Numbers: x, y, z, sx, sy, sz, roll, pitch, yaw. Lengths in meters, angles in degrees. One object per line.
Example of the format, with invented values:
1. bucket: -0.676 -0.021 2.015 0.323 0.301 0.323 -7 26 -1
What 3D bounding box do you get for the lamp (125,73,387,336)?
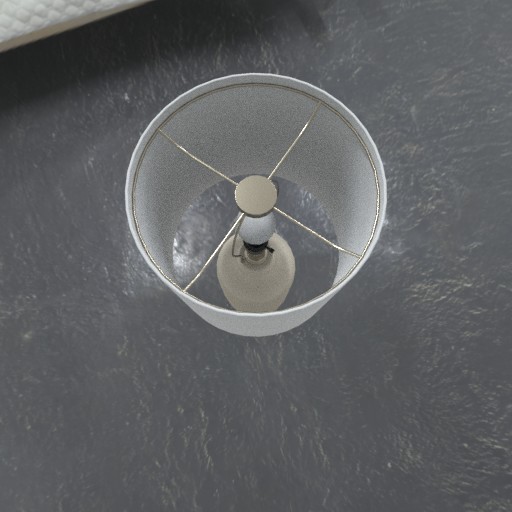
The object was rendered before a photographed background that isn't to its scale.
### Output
1. lamp: 0.000 0.000 0.603 0.220 0.475 0.220 -41 79 -10
